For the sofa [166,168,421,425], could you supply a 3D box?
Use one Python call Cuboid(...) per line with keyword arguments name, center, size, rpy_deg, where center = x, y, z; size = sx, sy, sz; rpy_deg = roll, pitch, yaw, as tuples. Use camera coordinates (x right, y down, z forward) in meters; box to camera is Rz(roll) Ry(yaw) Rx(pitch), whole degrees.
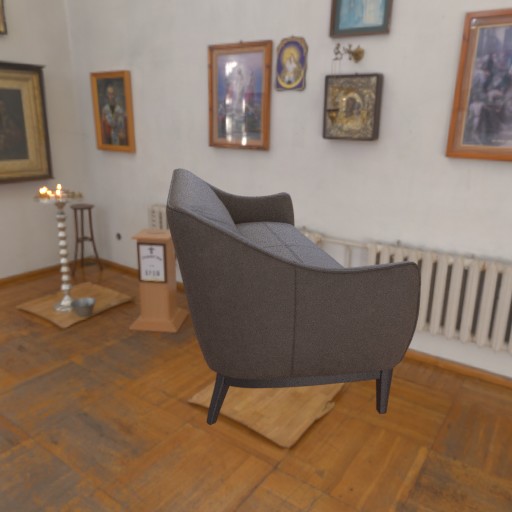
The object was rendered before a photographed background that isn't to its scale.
Cuboid(name="sofa", center=(0.000, 0.000, 2.380), size=(0.869, 0.831, 1.928), rpy_deg=(-2, 15, -9))
